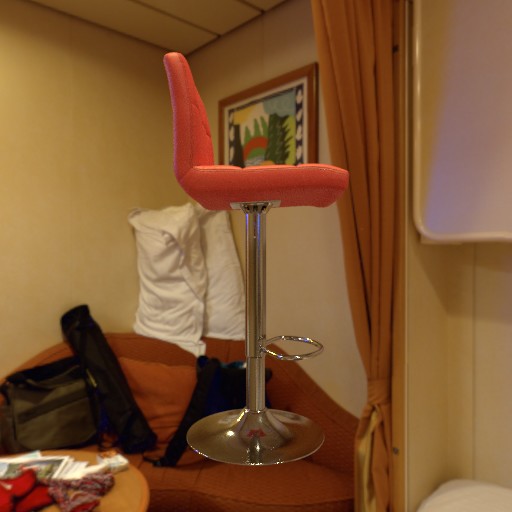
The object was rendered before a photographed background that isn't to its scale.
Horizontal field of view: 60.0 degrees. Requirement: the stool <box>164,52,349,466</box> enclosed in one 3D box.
[{"bbox_3d":[0.000,0.000,1.381,0.505,1.115,0.430,0,0,1],"label":"stool"}]
